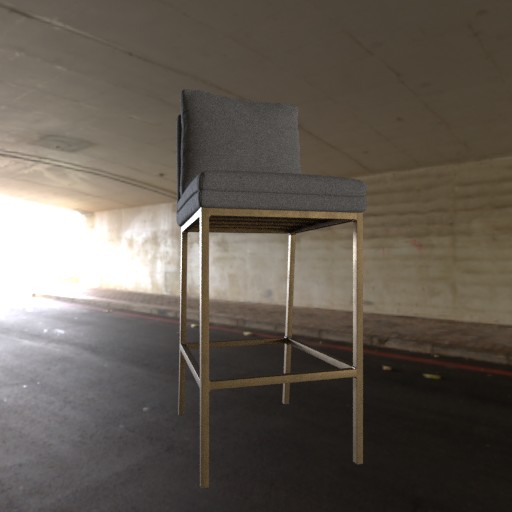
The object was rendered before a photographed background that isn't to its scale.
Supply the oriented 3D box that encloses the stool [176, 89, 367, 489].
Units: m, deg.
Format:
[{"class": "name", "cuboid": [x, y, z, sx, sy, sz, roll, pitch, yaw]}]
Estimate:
[{"class": "stool", "cuboid": [0.000, 0.000, 1.395, 0.463, 1.130, 0.569, 0, 0, -17]}]
